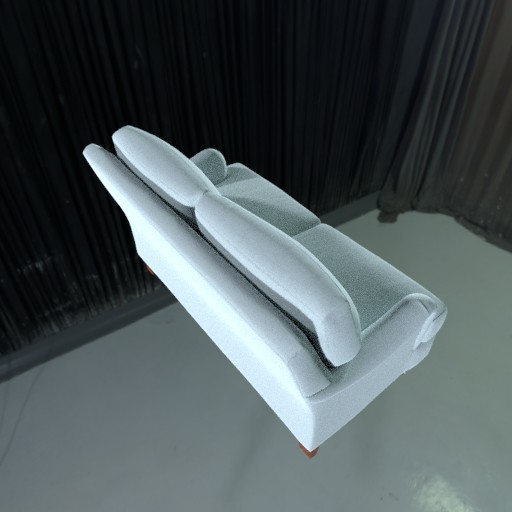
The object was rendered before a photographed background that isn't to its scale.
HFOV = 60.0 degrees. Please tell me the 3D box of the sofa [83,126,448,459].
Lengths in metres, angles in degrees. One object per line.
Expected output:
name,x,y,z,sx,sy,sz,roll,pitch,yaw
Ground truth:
sofa,0.000,0.000,2.476,1.084,1.101,1.853,-27,48,-27
